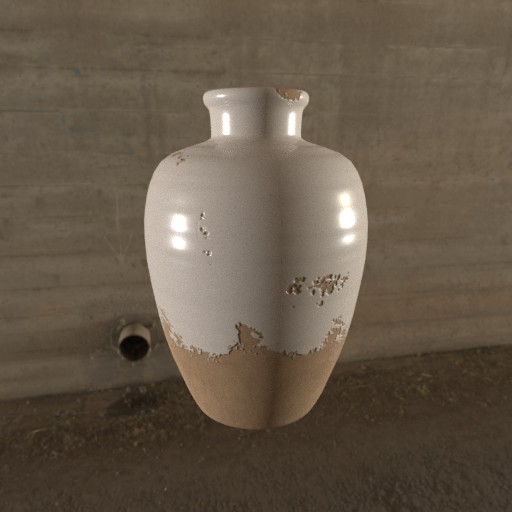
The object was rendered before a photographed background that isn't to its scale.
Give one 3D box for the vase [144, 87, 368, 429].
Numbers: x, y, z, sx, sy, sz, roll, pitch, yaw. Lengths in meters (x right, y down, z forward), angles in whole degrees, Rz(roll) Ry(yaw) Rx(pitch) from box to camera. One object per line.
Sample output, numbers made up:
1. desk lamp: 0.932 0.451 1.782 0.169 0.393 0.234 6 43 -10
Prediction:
1. vase: 0.000 0.000 0.328 0.158 0.228 0.158 0 15 0
